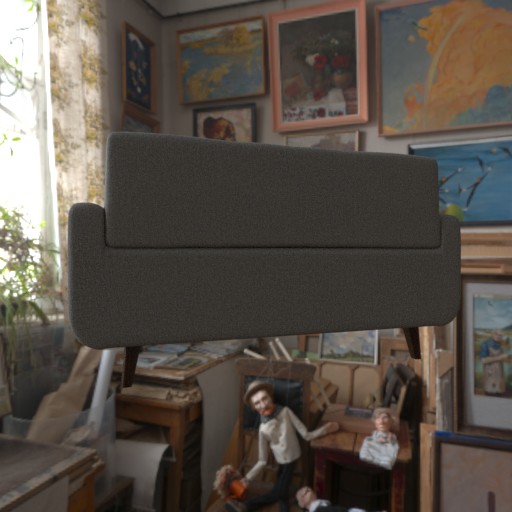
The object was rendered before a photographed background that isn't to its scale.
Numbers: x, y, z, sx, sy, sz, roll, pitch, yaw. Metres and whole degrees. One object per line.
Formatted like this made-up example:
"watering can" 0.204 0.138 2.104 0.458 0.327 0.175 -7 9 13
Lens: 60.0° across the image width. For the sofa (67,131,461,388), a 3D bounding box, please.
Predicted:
"sofa" 0.000 0.000 2.183 1.651 0.925 0.952 0 1 -19
